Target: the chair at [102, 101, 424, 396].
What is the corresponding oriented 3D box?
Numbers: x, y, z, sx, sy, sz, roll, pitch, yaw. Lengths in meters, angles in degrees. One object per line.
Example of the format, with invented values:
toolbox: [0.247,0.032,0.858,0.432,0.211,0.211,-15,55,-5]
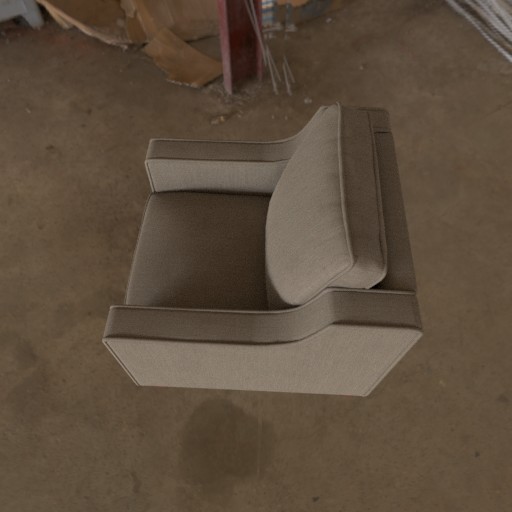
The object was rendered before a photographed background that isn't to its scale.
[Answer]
chair: [0.000,0.000,1.641,0.909,0.960,0.831,2,59,1]
